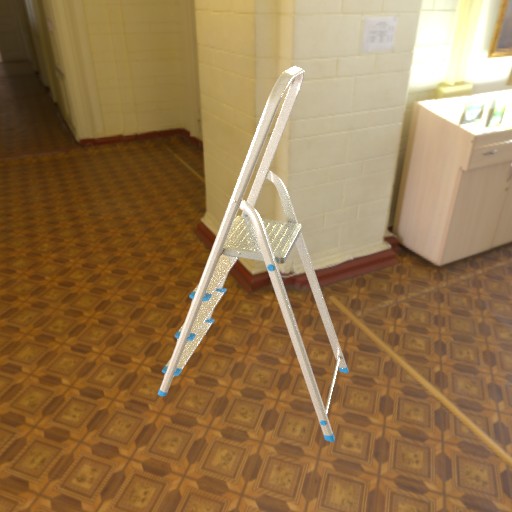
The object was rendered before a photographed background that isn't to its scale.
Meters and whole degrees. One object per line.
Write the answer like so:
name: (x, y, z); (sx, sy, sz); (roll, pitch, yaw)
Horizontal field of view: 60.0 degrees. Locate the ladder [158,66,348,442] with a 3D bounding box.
ladder: (0.000, 0.000, 1.814); (0.842, 1.434, 0.445); (9, 31, 16)
